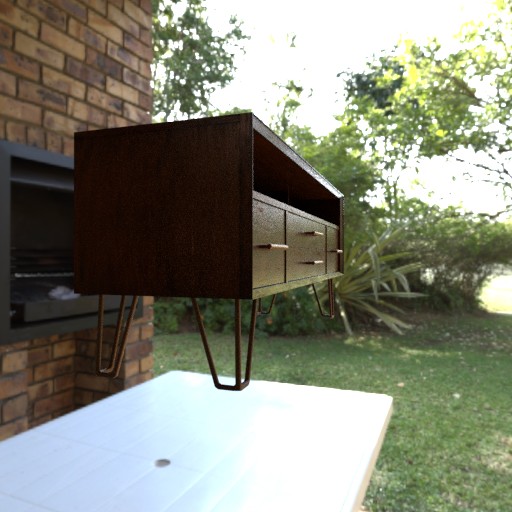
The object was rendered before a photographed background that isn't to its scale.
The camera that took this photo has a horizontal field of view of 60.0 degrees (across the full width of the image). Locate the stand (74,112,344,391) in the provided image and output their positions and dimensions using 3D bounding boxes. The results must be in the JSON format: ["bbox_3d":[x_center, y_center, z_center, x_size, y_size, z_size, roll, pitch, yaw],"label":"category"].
[{"bbox_3d":[0.000,0.000,1.664,0.481,0.610,1.372,0,0,19],"label":"stand"}]
